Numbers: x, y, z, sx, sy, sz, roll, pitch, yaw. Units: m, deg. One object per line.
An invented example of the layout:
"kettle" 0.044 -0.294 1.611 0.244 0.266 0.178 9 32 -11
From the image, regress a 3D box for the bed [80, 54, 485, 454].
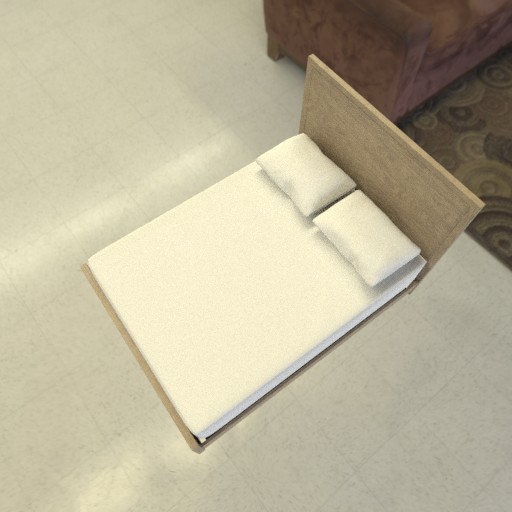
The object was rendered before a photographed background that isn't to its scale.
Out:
"bed" 0.000 0.000 3.233 2.189 1.369 1.606 -33 68 -15
